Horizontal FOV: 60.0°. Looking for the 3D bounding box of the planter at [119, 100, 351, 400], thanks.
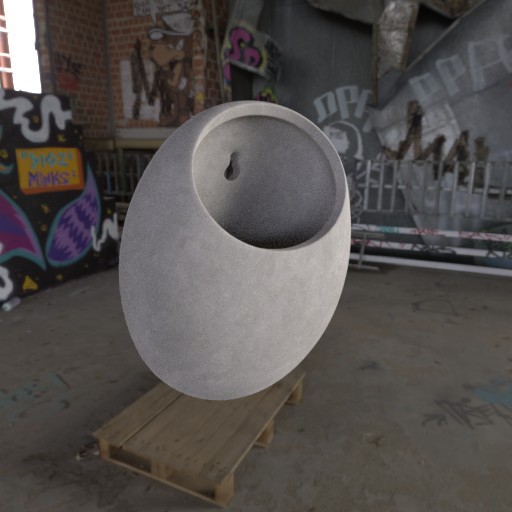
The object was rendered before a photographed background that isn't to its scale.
[{"bbox_3d":[0.000,0.000,0.283,0.185,0.188,0.071,-13,19,-42],"label":"planter"}]
